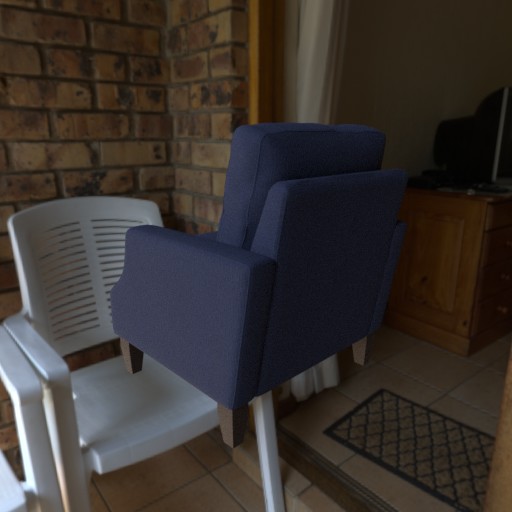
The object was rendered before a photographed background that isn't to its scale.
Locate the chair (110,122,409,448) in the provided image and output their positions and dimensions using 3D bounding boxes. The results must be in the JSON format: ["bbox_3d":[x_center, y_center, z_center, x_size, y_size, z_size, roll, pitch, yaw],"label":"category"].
[{"bbox_3d":[0.000,0.000,1.737,0.855,0.991,0.897,-15,21,-42],"label":"chair"}]
